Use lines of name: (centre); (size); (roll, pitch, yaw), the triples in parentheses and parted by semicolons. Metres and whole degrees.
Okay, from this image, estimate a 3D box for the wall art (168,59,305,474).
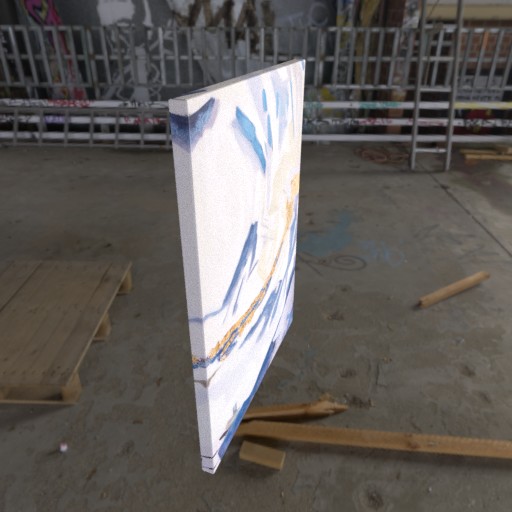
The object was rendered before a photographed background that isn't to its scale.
wall art: (0.000, 0.000, 1.323); (0.038, 1.015, 0.761); (11, 31, 18)
